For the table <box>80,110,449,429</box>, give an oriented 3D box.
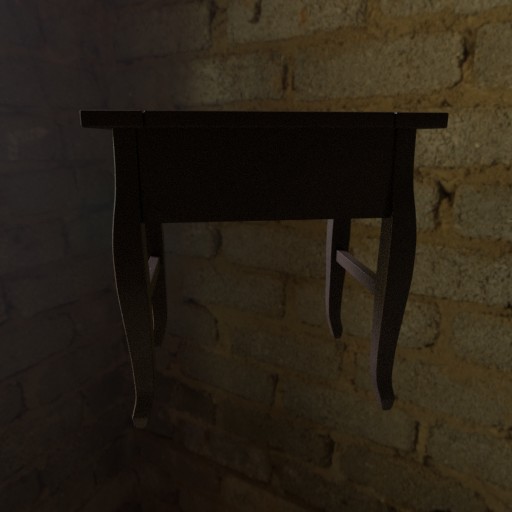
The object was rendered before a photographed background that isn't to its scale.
[{"bbox_3d":[0.000,0.000,1.012,0.602,0.605,0.460,-2,15,-7],"label":"table"}]
